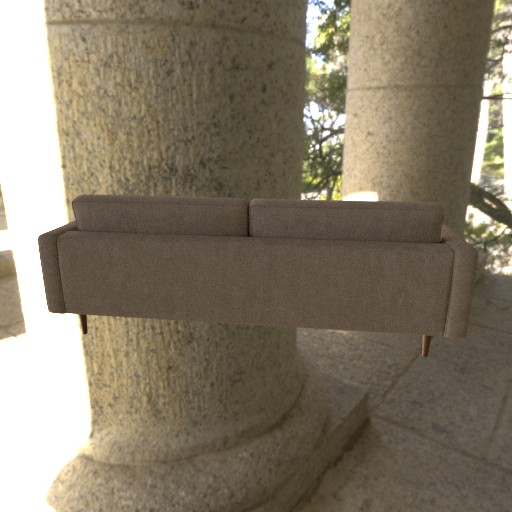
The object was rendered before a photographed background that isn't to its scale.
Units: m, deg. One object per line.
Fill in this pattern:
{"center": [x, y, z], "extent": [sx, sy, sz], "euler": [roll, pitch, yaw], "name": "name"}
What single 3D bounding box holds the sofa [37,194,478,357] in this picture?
{"center": [0.000, 0.000, 2.636], "extent": [2.200, 0.770, 0.919], "euler": [2, 17, 7], "name": "sofa"}
